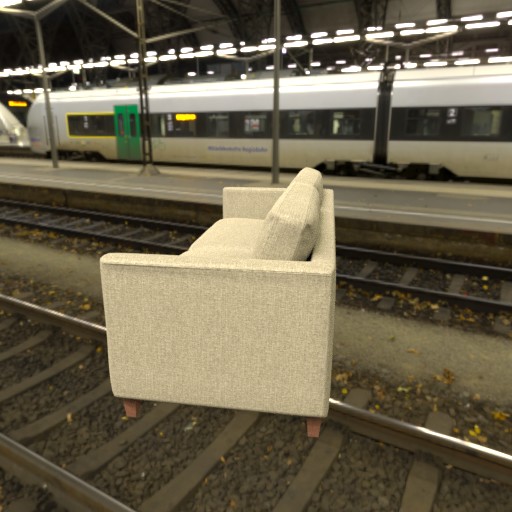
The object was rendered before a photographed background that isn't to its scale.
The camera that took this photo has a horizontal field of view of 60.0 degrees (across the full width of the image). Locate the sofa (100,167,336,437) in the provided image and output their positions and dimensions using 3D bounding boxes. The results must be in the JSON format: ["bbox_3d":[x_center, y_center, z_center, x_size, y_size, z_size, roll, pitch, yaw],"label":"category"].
[{"bbox_3d":[0.000,0.000,2.774,0.956,0.960,2.208,3,16,9],"label":"sofa"}]
